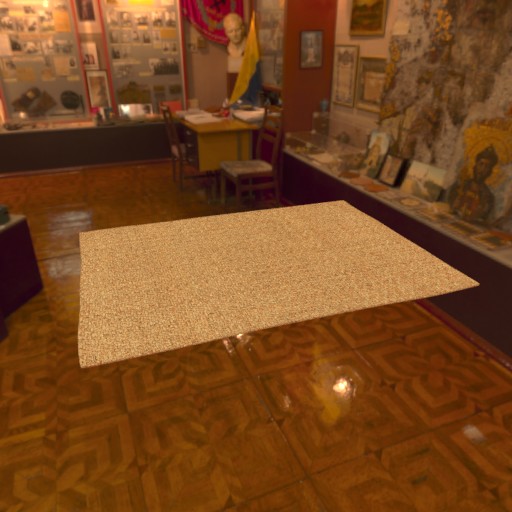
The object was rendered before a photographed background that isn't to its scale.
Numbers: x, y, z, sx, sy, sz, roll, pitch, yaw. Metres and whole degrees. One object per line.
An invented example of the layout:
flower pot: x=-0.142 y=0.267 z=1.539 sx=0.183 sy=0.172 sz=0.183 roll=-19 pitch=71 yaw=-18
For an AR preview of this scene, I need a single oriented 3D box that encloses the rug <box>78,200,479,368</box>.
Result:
rug: x=0.000 y=0.000 z=2.831 sx=2.141 sy=0.013 sz=1.566 roll=-9 pitch=28 yaw=-18
